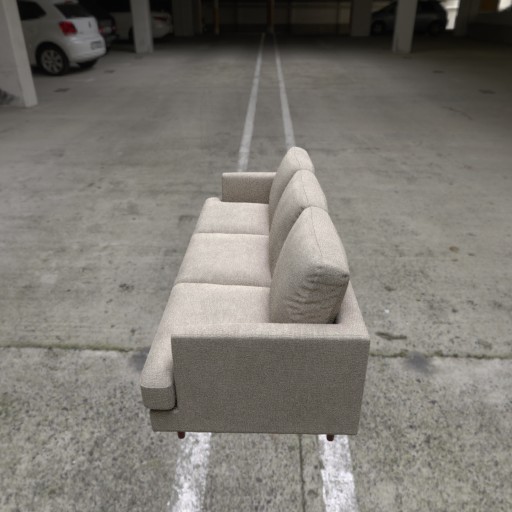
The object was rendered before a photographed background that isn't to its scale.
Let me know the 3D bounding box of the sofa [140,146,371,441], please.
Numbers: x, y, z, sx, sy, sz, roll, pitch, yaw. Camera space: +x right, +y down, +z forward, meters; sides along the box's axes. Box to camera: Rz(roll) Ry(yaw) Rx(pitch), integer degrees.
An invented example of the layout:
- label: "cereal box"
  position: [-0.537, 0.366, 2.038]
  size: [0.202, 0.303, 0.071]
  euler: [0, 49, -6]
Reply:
- label: "sofa"
  position: [0.000, 0.000, 2.724]
  size: [0.903, 0.930, 2.246]
  euler: [1, 26, 1]
